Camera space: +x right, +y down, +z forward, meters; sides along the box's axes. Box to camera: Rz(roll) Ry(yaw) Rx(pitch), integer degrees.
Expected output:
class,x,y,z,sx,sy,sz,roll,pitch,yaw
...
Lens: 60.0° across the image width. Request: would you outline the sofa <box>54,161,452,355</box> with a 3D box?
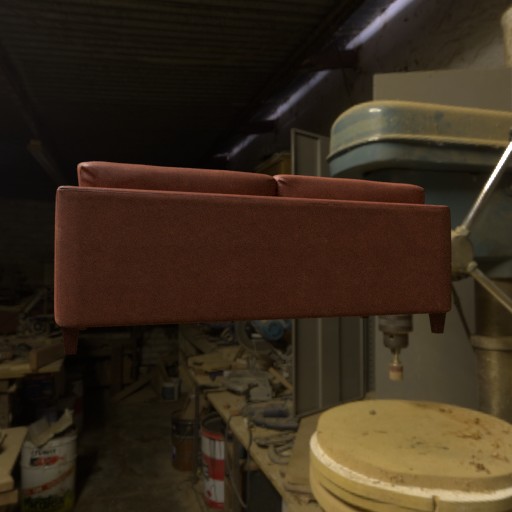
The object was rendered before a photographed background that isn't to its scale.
class,x,y,z,sx,sy,sz,roll,pitch,yaw
sofa,0.000,0.000,2.758,2.204,0.932,0.950,0,-1,-18
